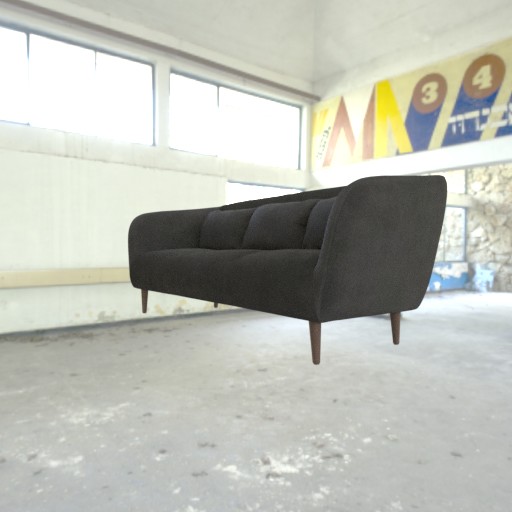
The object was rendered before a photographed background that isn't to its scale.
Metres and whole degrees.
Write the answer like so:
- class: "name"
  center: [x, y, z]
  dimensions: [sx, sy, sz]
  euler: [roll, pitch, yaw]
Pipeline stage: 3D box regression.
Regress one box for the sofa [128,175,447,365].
- class: "sofa"
  center: [0.000, 0.000, 2.800]
  dimensions: [0.956, 0.875, 2.296]
  euler: [-1, 1, -37]
